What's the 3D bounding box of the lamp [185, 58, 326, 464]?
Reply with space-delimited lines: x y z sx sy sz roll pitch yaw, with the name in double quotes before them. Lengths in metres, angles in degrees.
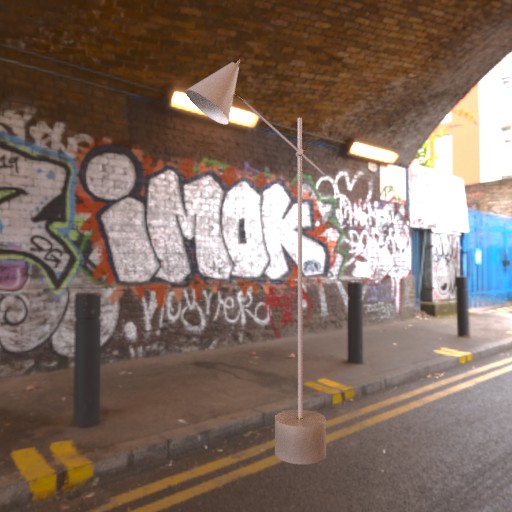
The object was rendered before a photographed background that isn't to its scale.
"lamp" 0.000 0.000 1.604 0.508 1.430 0.223 0 -1 -1
